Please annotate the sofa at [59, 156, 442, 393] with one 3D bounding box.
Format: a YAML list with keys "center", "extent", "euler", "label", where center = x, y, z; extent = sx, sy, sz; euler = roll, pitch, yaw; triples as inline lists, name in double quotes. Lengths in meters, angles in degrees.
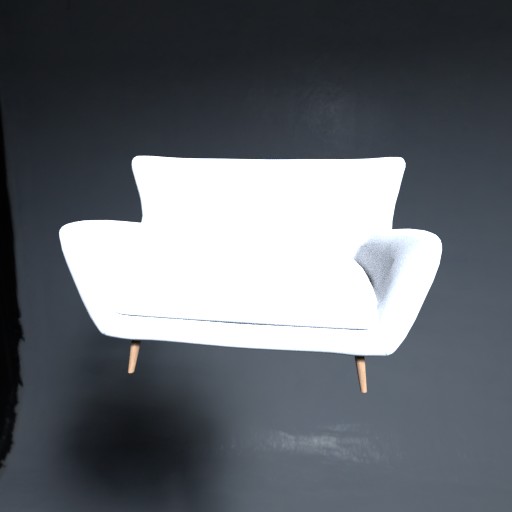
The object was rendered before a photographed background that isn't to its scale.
- center: [0.000, 0.000, 2.037]
  extent: [1.424, 0.878, 0.921]
  euler: [2, 15, 9]
  label: "sofa"
